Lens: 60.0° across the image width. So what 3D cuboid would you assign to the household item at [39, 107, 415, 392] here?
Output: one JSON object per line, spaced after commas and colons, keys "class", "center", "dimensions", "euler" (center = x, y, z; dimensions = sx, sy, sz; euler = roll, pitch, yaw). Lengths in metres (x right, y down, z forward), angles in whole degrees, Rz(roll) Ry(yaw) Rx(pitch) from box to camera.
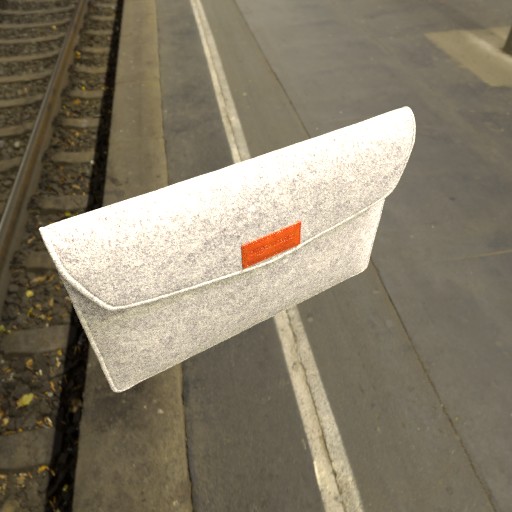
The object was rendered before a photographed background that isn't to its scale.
{"class": "household item", "center": [0.000, 0.000, 0.431], "dimensions": [0.335, 0.221, 0.057], "euler": [-23, 49, -22]}
